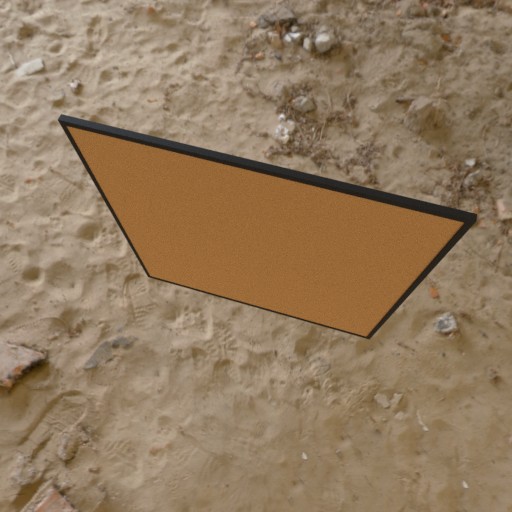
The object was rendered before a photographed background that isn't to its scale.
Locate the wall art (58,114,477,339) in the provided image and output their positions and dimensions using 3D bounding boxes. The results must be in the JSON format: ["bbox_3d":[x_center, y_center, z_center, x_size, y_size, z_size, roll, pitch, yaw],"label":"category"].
[{"bbox_3d":[0.000,0.000,0.978,0.664,0.663,0.015,15,66,7],"label":"wall art"}]
